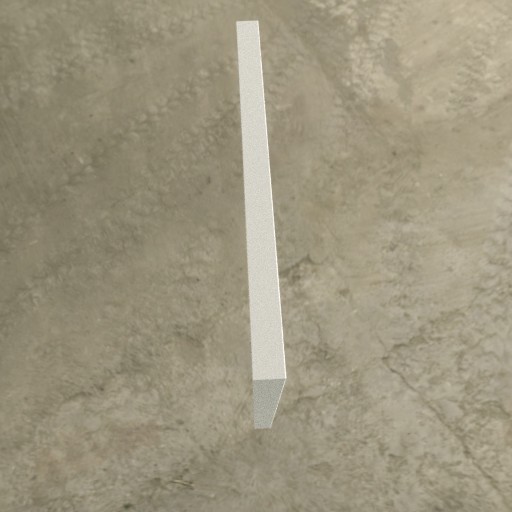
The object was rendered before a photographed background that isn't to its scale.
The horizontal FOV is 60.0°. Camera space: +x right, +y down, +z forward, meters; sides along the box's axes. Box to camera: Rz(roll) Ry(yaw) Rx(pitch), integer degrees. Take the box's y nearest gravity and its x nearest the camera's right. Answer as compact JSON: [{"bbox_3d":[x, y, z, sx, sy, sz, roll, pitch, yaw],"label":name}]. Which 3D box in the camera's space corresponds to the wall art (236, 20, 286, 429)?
[{"bbox_3d":[0.000,0.000,0.908,0.038,0.610,0.610,-3,64,-1],"label":"wall art"}]
